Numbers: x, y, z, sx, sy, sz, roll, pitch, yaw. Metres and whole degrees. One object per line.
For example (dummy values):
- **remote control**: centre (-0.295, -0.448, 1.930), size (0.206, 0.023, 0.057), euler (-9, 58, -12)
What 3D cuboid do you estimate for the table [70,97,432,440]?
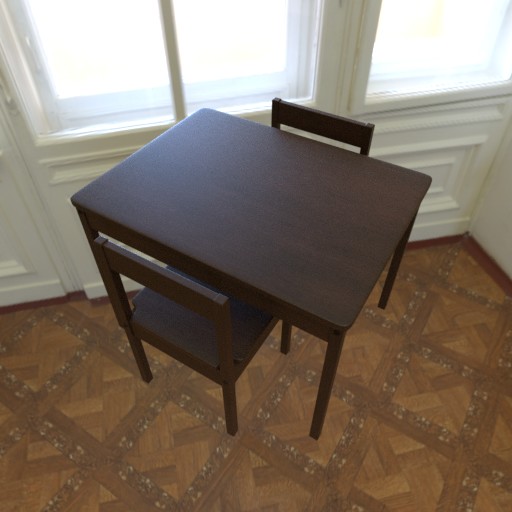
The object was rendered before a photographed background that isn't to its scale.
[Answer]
- **table**: centre (0.000, 0.000, 1.130), size (0.650, 0.503, 0.672), euler (23, 50, 22)
